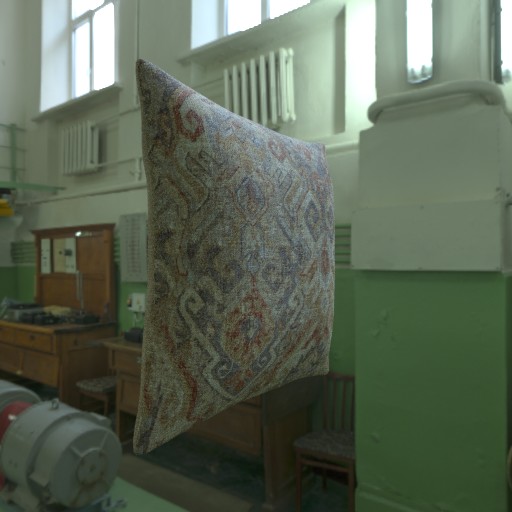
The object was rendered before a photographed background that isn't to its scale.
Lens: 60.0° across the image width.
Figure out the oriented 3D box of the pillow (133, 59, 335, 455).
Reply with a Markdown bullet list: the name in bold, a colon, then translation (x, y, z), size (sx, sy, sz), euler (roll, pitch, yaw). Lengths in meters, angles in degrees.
- **pillow**: translation (0.000, 0.000, 0.768), size (0.166, 0.506, 0.523), euler (-1, -1, 36)
